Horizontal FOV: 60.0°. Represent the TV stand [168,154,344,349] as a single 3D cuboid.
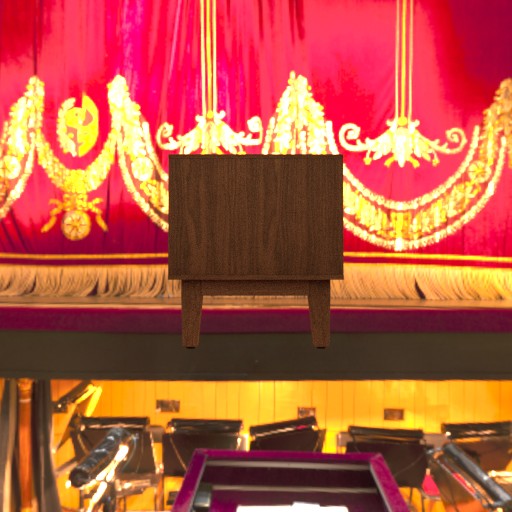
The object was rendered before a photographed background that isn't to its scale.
[{"bbox_3d":[0.000,0.000,1.662,0.366,0.409,1.482,0,-1,0],"label":"TV stand"}]
